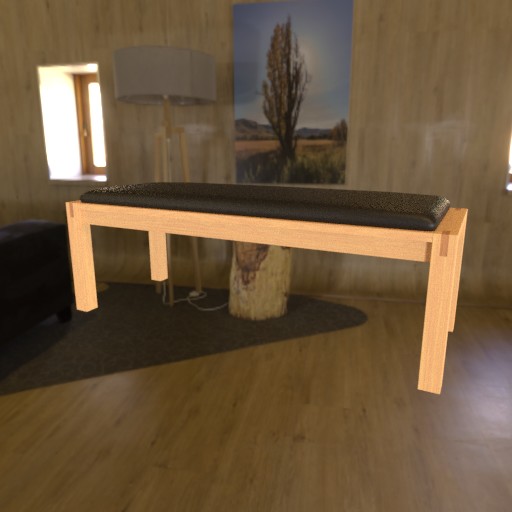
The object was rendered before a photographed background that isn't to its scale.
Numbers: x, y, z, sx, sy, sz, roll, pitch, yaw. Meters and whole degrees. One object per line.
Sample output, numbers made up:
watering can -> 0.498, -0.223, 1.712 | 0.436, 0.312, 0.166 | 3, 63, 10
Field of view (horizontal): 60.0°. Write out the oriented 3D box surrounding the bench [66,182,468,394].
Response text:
bench -> 0.000, 0.000, 1.448 | 1.202, 0.430, 0.450 | 7, 16, 26
